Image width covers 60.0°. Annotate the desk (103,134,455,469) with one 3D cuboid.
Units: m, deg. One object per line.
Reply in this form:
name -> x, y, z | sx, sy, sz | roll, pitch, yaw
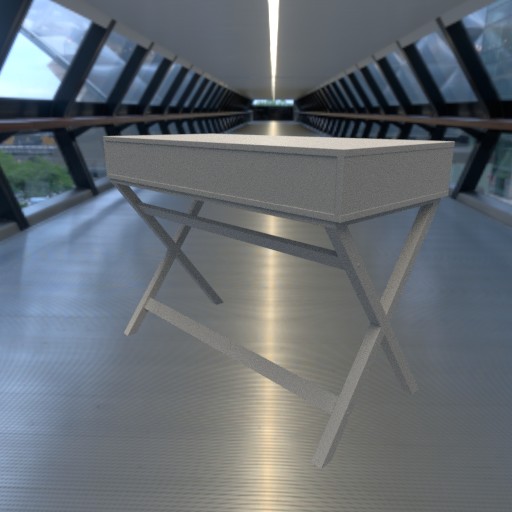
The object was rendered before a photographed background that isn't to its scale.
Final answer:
desk -> 0.000, 0.000, 1.522 | 0.525, 0.780, 1.057 | -15, 23, -41
